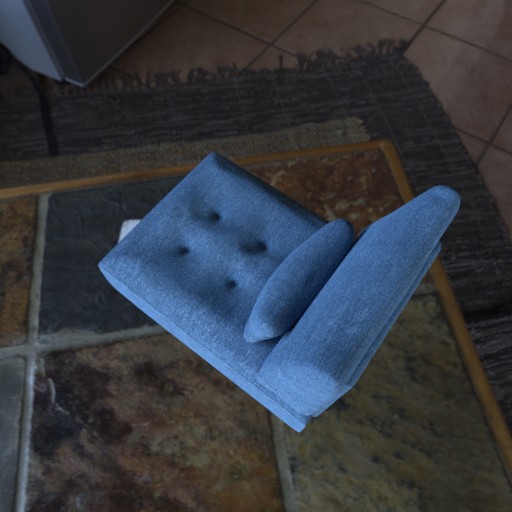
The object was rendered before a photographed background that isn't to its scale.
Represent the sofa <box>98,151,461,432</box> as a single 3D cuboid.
[{"bbox_3d":[0.000,0.000,1.578,1.000,0.820,0.700,34,68,16],"label":"sofa"}]
